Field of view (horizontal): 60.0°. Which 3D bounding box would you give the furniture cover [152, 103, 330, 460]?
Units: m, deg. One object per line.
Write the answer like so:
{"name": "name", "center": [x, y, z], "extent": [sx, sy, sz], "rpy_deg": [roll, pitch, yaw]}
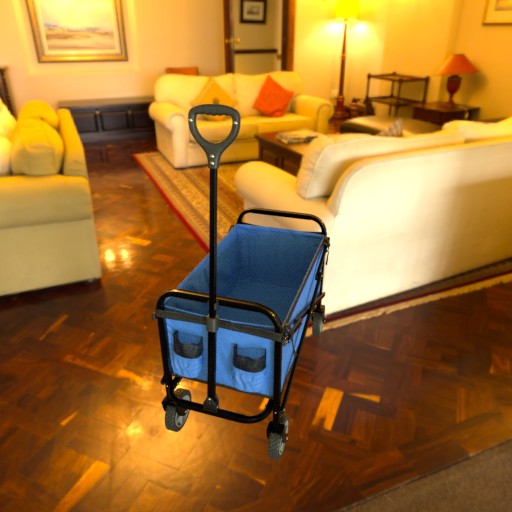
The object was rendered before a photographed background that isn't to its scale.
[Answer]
{"name": "furniture cover", "center": [0.000, 0.000, 1.823], "extent": [0.532, 1.295, 1.038], "rpy_deg": [8, 28, 16]}
